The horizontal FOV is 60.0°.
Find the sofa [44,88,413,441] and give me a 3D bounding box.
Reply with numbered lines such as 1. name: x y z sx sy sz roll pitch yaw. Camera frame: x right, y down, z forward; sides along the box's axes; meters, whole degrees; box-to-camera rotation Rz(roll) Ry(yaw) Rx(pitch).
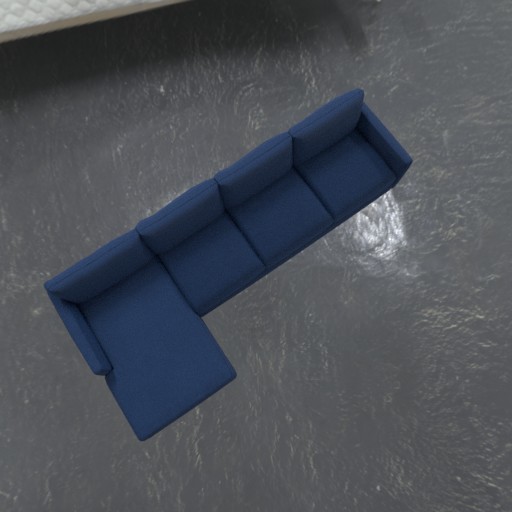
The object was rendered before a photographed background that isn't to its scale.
1. sofa: 0.000 0.000 2.915 2.450 0.679 1.128 -34 78 -8
